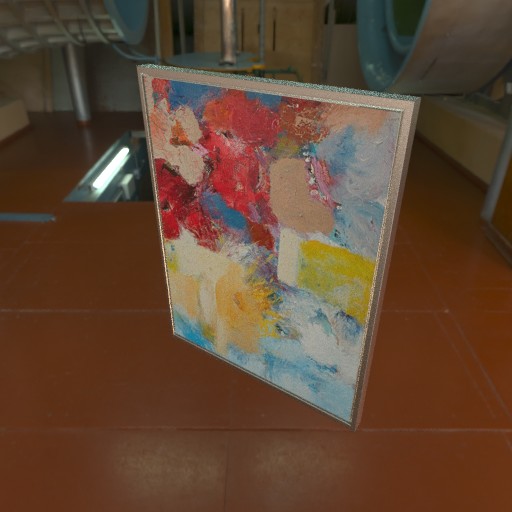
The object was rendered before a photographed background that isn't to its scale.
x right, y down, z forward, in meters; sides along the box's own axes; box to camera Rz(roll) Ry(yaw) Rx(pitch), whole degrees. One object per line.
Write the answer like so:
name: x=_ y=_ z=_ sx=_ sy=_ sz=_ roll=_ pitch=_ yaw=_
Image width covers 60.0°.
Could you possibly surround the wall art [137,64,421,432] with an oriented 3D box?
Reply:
wall art: x=0.000 y=0.000 z=0.757 sx=0.444 sy=0.569 sz=0.025 roll=20 pitch=37 yaw=29
